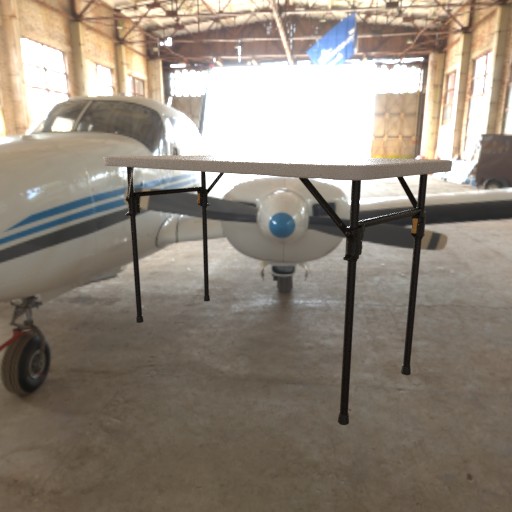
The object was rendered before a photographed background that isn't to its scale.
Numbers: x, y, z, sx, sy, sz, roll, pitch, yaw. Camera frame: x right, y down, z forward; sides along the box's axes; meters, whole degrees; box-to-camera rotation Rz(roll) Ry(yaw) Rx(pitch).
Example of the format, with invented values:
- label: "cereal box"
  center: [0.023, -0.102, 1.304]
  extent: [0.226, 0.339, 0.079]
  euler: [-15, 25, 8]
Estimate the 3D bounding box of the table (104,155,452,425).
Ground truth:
- label: "table"
  center: [0.000, 0.000, 1.690]
  extent: [1.219, 0.729, 0.610]
  euler: [13, 19, 42]
